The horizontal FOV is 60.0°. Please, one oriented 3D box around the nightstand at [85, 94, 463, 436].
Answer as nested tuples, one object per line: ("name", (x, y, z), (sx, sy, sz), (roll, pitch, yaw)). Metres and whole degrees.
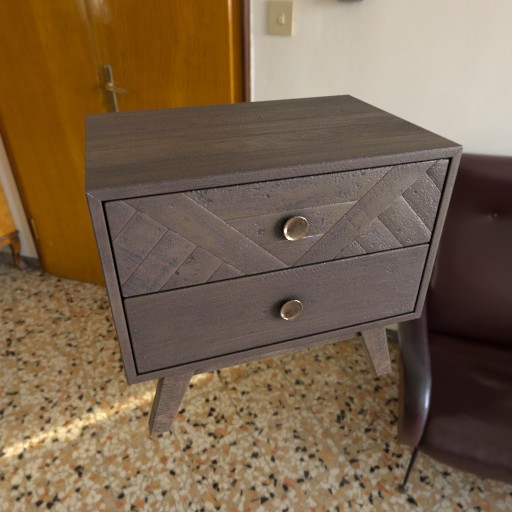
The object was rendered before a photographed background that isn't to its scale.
("nightstand", (0.000, 0.000, 1.046), (0.650, 0.599, 0.450), (-10, 33, -15))
